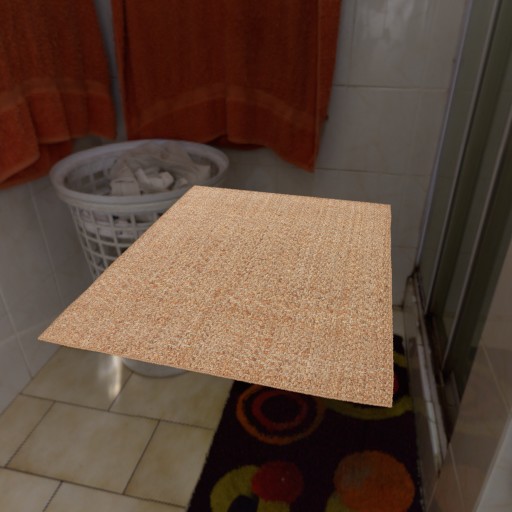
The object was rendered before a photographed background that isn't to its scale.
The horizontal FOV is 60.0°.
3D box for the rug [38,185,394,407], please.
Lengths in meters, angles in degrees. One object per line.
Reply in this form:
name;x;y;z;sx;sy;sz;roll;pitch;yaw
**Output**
rug;0.000;0.000;4.105;2.439;0.013;3.048;7;31;13
